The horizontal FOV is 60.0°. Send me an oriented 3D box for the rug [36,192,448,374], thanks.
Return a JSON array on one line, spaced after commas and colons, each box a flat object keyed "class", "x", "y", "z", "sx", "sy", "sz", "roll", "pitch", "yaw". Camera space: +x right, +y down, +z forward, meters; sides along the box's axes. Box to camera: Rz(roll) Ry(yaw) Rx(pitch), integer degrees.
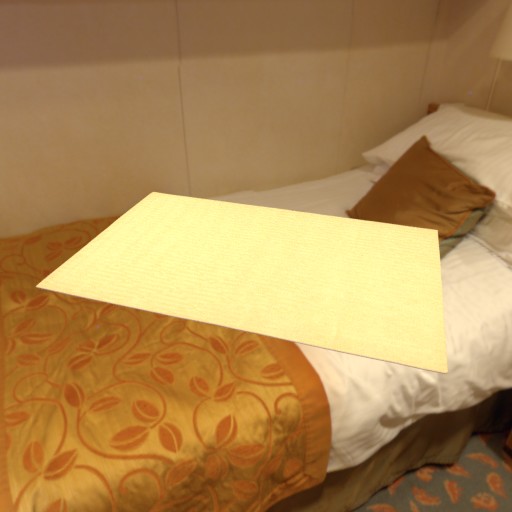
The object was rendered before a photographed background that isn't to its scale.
[{"class": "rug", "x": 0.000, "y": 0.000, "z": 3.081, "sx": 2.441, "sy": 0.014, "sz": 1.531, "roll": 9, "pitch": 33, "yaw": 15}]
